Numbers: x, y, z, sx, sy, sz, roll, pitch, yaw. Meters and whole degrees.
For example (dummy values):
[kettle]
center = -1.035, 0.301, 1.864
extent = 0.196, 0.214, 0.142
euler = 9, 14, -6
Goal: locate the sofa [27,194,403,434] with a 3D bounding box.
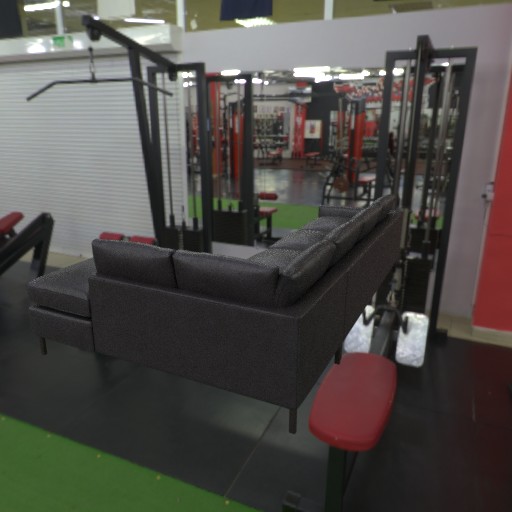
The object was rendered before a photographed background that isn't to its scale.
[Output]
[sofa]
center = 0.000, 0.000, 3.789
extent = 1.938, 0.877, 2.984
euler = 8, 19, 25
